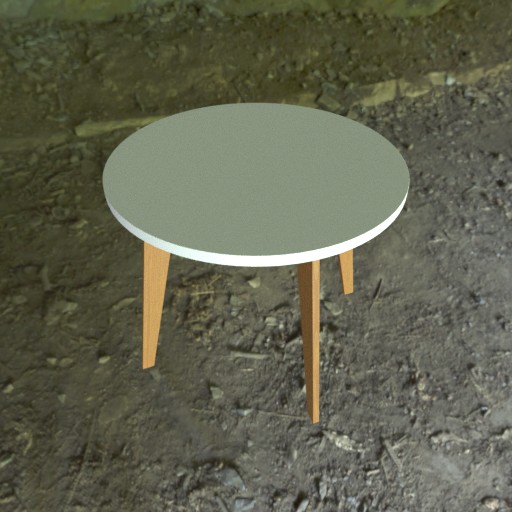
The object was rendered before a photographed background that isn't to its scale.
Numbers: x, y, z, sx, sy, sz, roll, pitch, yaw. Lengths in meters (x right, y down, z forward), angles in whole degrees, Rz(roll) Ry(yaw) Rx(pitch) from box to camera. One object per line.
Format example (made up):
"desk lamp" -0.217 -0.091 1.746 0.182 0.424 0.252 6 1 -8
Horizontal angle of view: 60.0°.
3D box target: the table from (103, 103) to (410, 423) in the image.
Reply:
"table" 0.000 0.000 1.583 0.896 0.762 0.896 0 40 0
